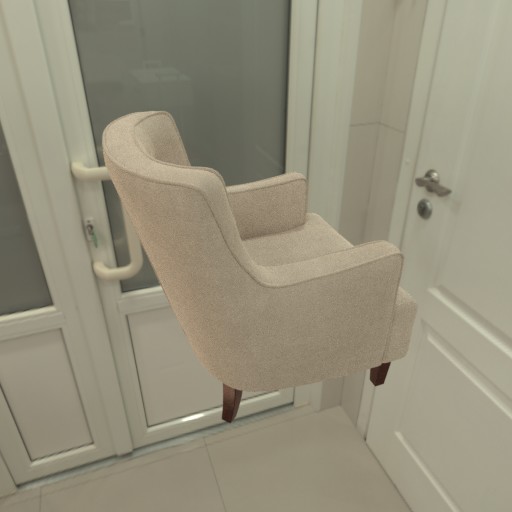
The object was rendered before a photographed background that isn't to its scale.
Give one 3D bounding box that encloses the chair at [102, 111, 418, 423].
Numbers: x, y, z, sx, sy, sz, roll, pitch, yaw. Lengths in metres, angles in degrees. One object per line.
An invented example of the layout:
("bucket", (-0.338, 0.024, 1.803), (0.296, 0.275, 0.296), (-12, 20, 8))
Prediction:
("chair", (0.000, 0.000, 1.589), (0.910, 0.920, 0.781), (-11, 32, -17))
